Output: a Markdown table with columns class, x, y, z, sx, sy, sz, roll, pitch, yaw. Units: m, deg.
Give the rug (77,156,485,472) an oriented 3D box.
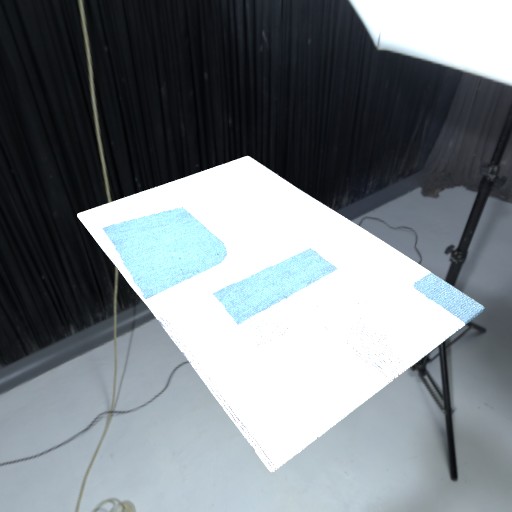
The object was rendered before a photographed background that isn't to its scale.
| class | x | y | z | sx | sy | sz | roll | pitch | yaw |
| --- | --- | --- | --- | --- | --- | --- | --- | --- | --- |
| rug | 0.000 | 0.000 | 2.301 | 1.238 | 0.020 | 1.847 | -25 | 46 | -27 |
